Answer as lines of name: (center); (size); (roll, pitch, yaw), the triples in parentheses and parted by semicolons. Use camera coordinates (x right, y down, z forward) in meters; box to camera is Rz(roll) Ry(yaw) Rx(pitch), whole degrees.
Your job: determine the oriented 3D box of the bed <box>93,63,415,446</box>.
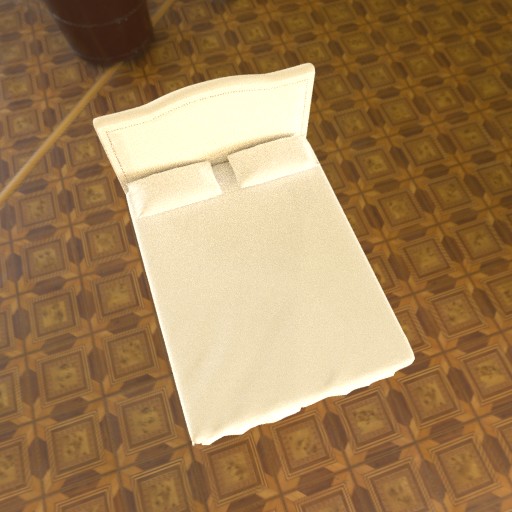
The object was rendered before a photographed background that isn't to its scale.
bed: (0.000, 0.000, 3.420); (1.821, 1.436, 2.282); (-18, 67, -8)
